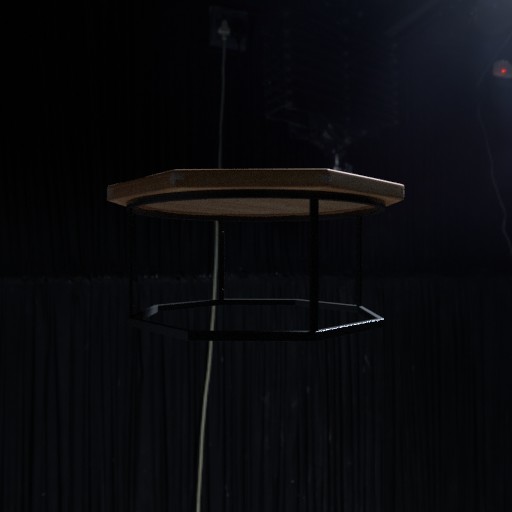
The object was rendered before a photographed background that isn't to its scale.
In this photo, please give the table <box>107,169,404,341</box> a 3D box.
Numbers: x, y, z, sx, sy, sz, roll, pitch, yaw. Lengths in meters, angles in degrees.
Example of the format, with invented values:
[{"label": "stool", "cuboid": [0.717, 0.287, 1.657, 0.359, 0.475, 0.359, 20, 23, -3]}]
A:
[{"label": "table", "cuboid": [0.000, 0.000, 1.575, 1.002, 0.444, 1.002, 0, 0, 0]}]
